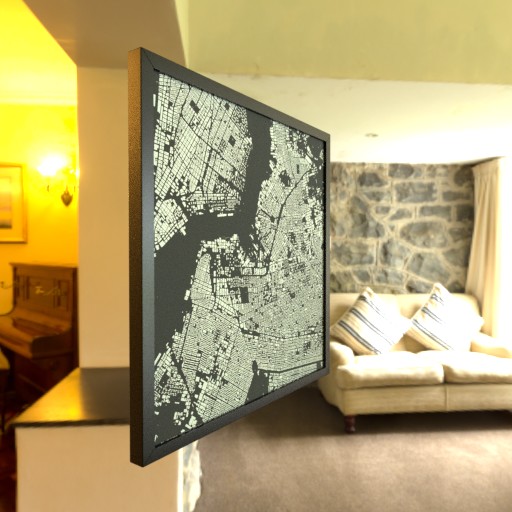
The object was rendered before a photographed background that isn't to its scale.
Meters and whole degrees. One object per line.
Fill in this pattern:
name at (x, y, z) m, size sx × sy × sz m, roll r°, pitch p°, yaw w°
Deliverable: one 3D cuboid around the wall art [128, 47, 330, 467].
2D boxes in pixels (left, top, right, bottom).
wall art at (0.000, 0.000, 1.116) m, size 0.038 × 0.761 × 0.755 m, roll 1°, pitch 1°, yaw 36°
